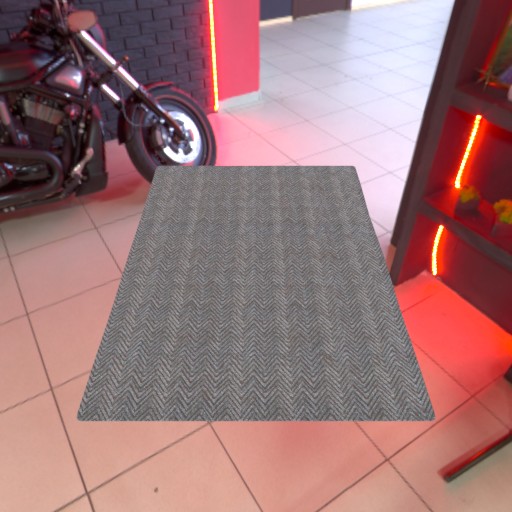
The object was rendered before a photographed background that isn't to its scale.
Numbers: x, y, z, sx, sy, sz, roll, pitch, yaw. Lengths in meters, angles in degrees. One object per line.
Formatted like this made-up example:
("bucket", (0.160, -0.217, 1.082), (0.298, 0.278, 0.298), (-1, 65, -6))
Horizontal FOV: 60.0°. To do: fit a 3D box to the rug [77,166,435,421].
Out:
("rug", (0.000, 0.000, 5.020), (2.894, 0.011, 3.957), (0, 42, 0))
